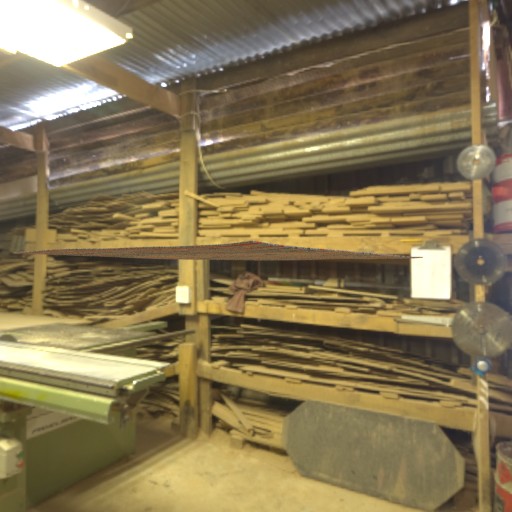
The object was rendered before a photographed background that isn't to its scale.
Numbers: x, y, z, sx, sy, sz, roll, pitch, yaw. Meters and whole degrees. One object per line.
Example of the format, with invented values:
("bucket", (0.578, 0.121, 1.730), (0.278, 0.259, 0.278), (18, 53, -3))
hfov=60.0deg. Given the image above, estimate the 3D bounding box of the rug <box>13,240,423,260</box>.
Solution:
("rug", (0.000, 0.000, 2.264), (1.220, 0.017, 1.835), (-1, -2, 34))
